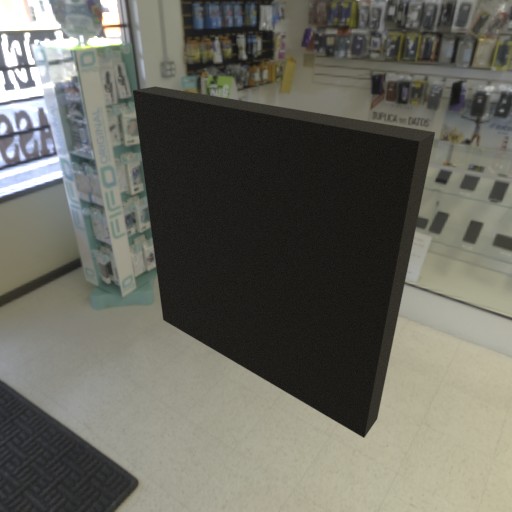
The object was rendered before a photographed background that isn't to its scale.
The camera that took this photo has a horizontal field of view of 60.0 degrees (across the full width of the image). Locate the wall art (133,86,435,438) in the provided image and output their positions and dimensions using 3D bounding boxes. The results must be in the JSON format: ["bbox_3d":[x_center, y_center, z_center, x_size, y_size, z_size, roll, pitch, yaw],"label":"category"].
[{"bbox_3d":[0.000,0.000,0.470,0.308,0.305,0.030,22,37,33],"label":"wall art"}]
